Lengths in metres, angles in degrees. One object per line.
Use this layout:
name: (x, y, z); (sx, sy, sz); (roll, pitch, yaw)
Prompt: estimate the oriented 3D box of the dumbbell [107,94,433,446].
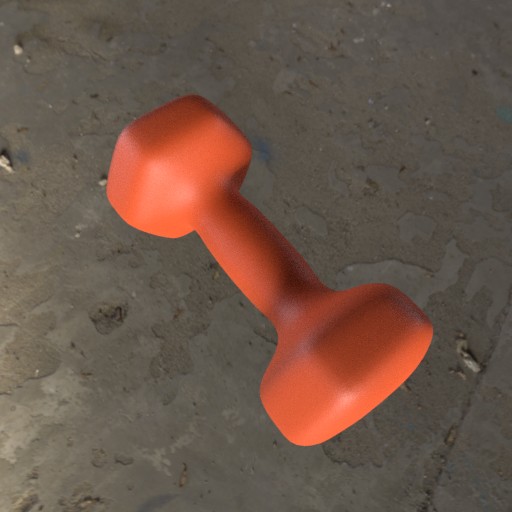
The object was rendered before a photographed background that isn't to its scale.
dumbbell: (0.000, 0.000, 0.204); (0.079, 0.071, 0.162); (-34, 67, -16)
